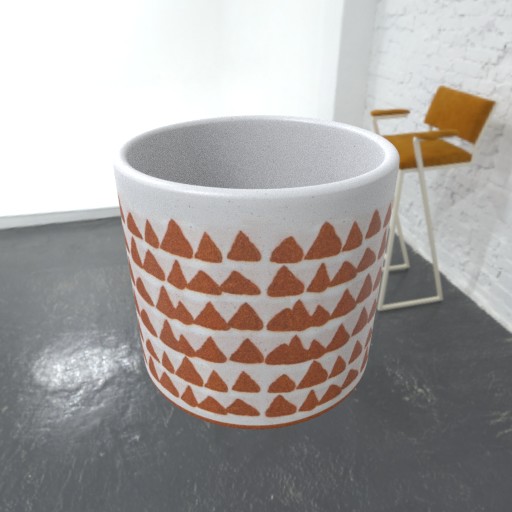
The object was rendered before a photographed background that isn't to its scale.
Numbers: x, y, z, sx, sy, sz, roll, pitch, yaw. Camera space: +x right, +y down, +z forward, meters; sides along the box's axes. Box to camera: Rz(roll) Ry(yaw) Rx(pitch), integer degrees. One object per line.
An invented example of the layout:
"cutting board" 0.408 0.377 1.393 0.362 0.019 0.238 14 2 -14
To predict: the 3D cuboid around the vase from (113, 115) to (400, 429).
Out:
"vase" 0.000 0.000 0.249 0.137 0.127 0.137 0 29 0
